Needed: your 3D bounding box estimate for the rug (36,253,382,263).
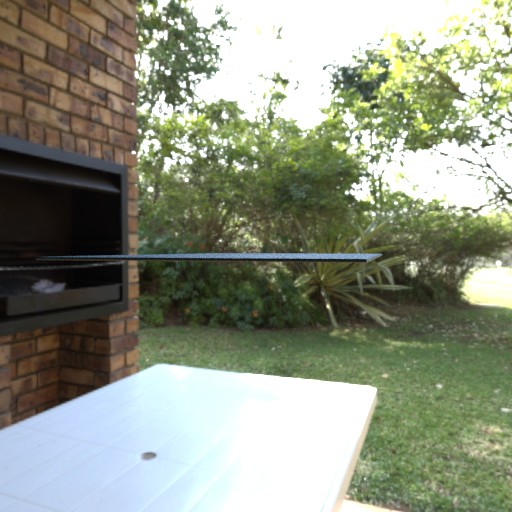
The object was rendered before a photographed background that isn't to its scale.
[{"bbox_3d":[0.000,0.000,2.916,1.543,0.015,2.144,0,1,17],"label":"rug"}]
